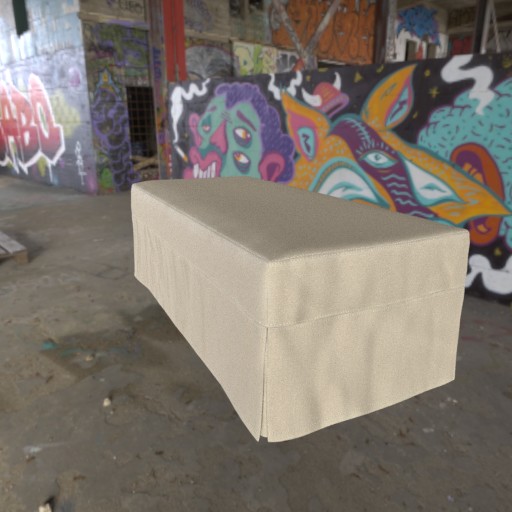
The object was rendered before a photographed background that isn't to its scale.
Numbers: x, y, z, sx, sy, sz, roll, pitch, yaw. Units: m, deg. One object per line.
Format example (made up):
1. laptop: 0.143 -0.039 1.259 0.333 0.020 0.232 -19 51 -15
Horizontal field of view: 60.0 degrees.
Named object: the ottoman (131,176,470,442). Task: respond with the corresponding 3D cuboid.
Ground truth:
1. ottoman: 0.000 0.000 1.663 0.665 0.457 1.388 -8 19 -26
